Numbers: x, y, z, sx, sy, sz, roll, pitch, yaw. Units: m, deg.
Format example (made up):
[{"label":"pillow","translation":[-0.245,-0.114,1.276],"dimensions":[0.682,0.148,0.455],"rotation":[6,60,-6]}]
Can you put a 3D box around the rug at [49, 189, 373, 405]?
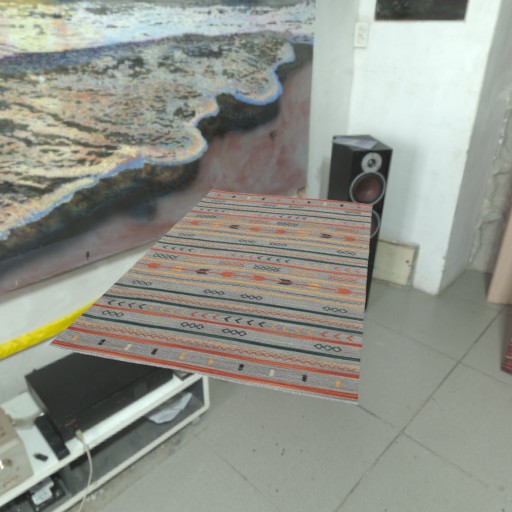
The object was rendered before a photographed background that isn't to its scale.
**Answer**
[{"label":"rug","translation":[0.000,0.000,3.105],"dimensions":[1.537,0.029,2.439],"rotation":[7,29,13]}]
